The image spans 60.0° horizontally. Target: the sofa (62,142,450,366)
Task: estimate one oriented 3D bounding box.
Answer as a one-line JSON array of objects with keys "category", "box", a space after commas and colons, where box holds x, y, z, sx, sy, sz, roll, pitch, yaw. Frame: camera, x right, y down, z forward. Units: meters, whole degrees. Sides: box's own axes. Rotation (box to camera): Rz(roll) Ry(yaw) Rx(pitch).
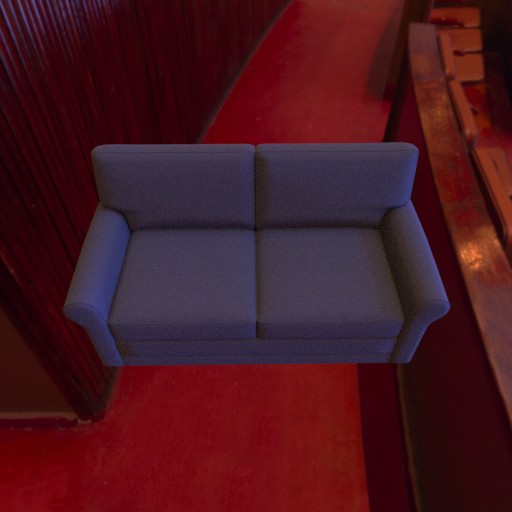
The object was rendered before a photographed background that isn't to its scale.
[{"category": "sofa", "box": [0.000, 0.000, 2.568, 1.930, 1.020, 0.940, -1, 47, 0]}]
